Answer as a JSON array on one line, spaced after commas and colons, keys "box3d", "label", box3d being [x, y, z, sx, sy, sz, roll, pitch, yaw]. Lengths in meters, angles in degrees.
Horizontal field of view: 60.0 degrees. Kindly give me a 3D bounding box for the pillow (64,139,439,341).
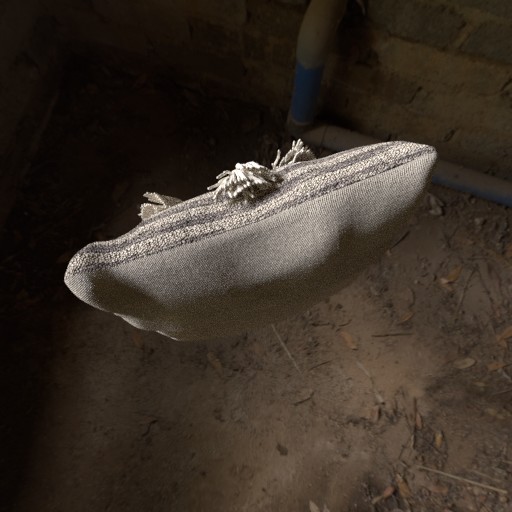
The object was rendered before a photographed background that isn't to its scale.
[{"box3d": [0.000, 0.000, 0.766, 0.484, 0.490, 0.234, -19, 76, -5], "label": "pillow"}]
